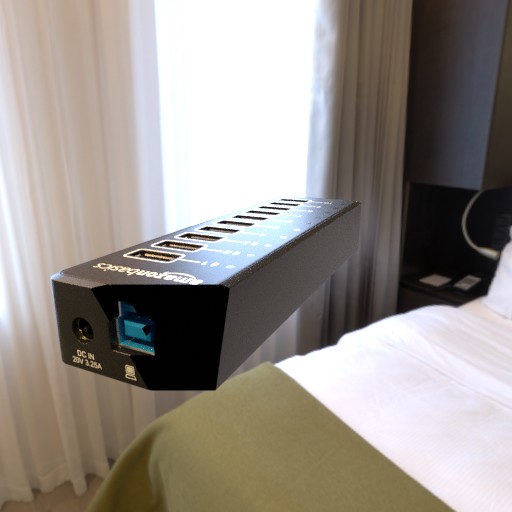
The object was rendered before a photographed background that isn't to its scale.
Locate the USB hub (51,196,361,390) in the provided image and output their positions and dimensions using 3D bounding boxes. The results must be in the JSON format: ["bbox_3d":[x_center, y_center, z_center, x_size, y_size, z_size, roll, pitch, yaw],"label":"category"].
[{"bbox_3d":[0.000,0.000,0.163,0.044,0.023,0.145,8,18,25],"label":"USB hub"}]
